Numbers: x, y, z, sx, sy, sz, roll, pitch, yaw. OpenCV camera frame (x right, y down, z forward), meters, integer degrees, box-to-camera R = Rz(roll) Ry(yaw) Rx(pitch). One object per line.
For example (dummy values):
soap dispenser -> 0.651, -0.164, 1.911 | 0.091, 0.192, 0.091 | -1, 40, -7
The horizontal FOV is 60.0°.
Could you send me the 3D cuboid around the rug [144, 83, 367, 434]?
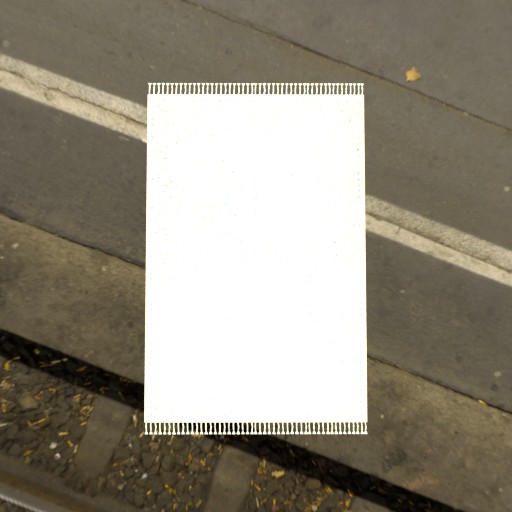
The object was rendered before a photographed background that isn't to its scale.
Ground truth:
rug -> 0.000, 0.000, 3.080 | 1.524, 0.010, 2.438 | 0, 88, 0
